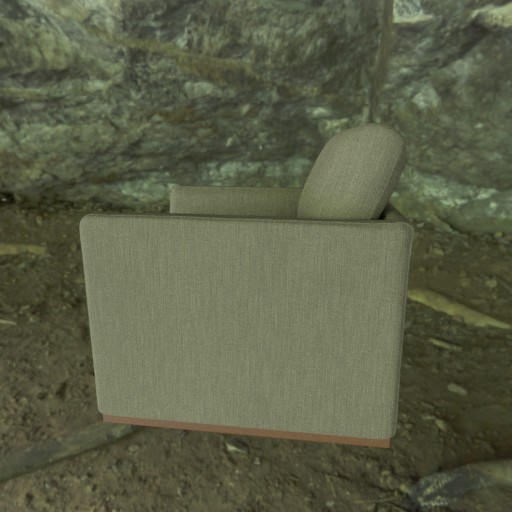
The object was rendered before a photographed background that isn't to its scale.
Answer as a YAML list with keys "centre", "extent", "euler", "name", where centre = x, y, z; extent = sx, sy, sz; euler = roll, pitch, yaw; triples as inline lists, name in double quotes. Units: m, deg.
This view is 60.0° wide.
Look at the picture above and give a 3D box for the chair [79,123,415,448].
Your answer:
- centre: [0.000, 0.000, 1.445]
  extent: [0.834, 0.811, 0.763]
  euler: [2, 15, 8]
  name: "chair"
